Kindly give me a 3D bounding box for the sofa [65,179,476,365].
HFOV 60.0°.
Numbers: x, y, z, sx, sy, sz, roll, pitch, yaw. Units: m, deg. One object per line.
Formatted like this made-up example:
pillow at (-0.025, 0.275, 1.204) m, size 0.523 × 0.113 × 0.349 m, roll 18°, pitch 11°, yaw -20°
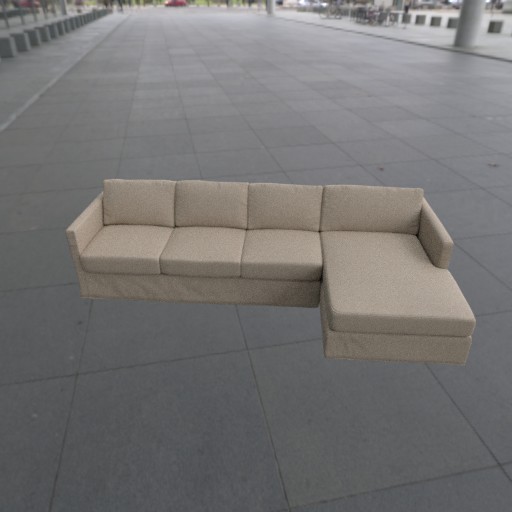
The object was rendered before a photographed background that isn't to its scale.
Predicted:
sofa at (0.000, 0.000, 3.808) m, size 3.177 × 0.867 × 1.622 m, roll 2°, pitch 30°, yaw 3°
